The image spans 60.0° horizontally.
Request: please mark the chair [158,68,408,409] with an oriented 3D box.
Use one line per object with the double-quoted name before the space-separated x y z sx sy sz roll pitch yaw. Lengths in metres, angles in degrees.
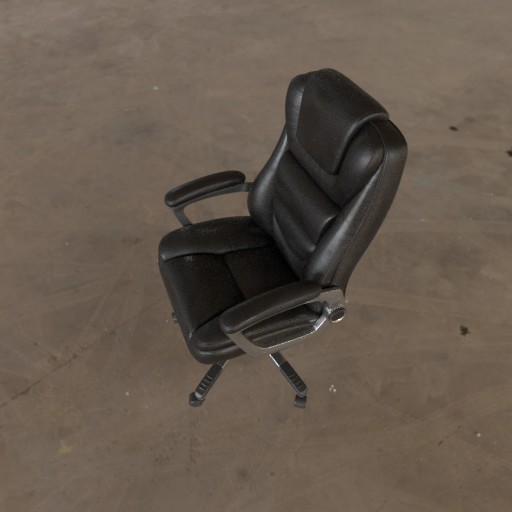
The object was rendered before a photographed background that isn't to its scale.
"chair" 0.000 0.000 1.494 0.689 1.075 0.697 -17 49 -16
